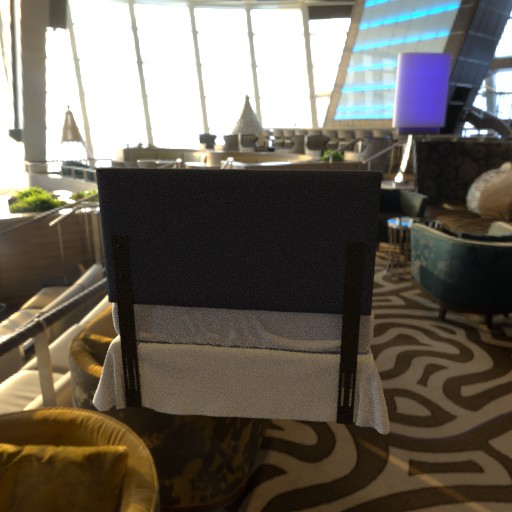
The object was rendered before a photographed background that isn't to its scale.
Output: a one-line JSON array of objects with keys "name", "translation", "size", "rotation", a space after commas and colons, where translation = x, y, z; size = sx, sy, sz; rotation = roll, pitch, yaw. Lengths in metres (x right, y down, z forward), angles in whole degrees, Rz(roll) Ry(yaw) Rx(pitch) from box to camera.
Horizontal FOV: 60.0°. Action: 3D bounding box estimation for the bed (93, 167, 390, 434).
[{"name": "bed", "translation": [0.000, 0.000, 3.644], "size": [1.936, 1.577, 2.222], "rotation": [2, 16, 7]}]
